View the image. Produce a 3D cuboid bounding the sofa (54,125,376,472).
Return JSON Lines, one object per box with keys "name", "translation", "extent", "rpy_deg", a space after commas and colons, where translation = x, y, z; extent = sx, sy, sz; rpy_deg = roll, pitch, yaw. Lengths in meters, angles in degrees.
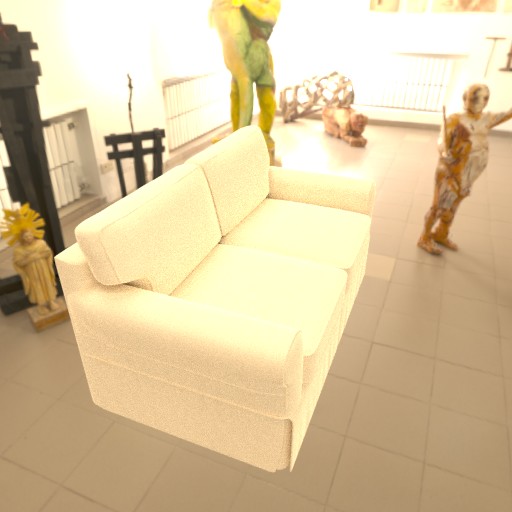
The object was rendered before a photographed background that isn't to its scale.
{"name": "sofa", "translation": [0.000, 0.000, 2.315], "extent": [0.991, 0.940, 1.727], "rpy_deg": [12, 33, 19]}
